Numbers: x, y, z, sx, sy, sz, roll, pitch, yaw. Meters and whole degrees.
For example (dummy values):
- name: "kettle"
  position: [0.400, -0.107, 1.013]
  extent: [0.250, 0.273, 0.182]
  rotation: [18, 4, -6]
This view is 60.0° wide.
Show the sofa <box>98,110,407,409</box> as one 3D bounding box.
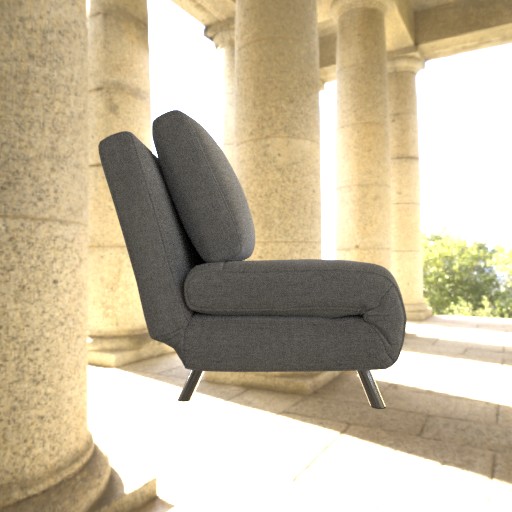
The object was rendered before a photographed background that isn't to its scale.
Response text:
- name: "sofa"
  position: [0.000, 0.000, 1.882]
  extent: [0.910, 0.910, 1.220]
  rotation: [0, -1, 1]
